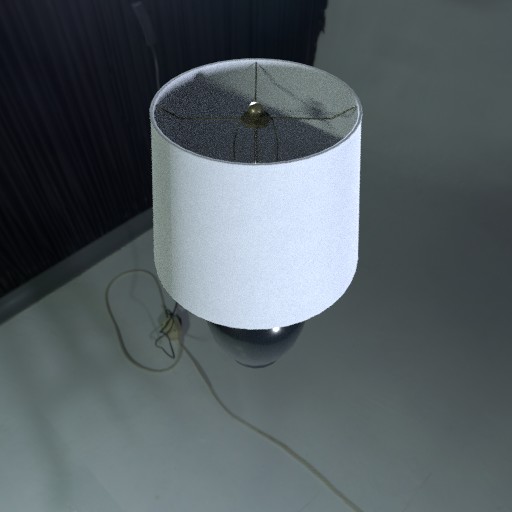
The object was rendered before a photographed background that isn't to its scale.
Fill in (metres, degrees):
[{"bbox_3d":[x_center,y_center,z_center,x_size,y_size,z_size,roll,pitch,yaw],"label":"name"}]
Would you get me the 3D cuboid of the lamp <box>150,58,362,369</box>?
[{"bbox_3d":[0.000,0.000,0.542,0.239,0.399,0.239,0,47,0],"label":"lamp"}]
